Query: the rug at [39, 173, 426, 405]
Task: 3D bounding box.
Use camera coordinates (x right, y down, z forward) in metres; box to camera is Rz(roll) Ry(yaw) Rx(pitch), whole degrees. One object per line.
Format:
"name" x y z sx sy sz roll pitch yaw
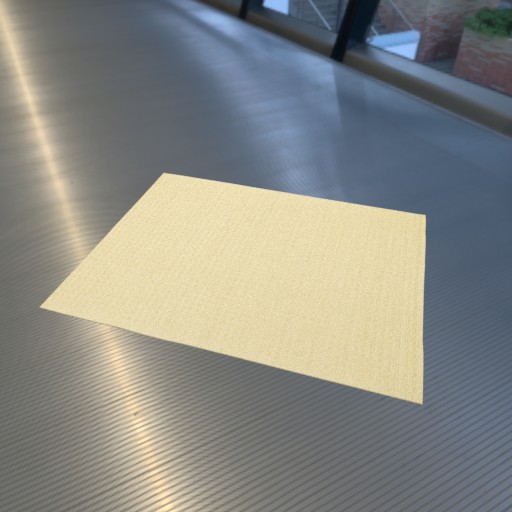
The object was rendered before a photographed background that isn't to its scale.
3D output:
"rug" 0.000 0.000 4.379 3.204 0.016 2.452 11 41 13
